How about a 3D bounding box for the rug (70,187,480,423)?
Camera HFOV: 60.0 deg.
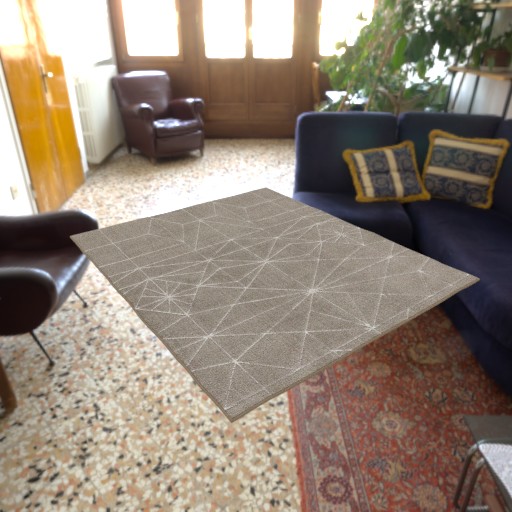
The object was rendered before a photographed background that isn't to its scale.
[{"bbox_3d":[0.000,0.000,0.892,0.548,0.006,0.639,-19,33,-32],"label":"rug"}]
